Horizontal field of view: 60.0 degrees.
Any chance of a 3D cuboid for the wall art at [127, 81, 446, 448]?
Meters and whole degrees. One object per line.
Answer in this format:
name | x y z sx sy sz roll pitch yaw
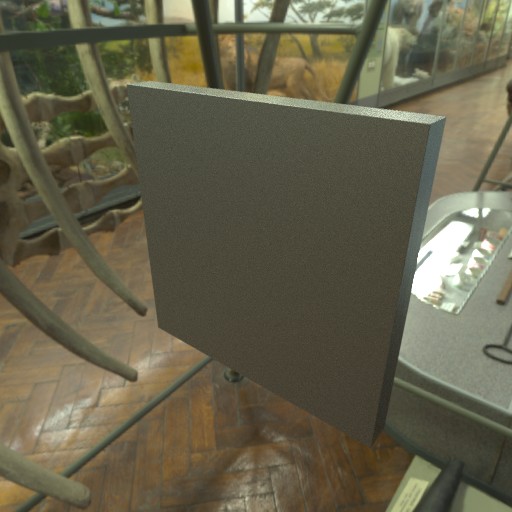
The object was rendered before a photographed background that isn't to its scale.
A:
wall art | 0.000 0.000 0.512 0.350 0.350 0.038 20 34 33
